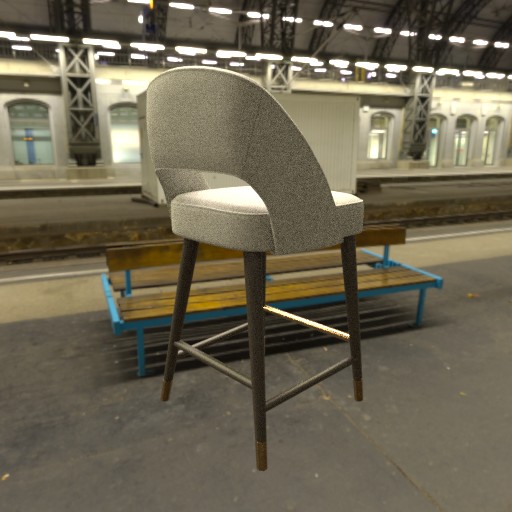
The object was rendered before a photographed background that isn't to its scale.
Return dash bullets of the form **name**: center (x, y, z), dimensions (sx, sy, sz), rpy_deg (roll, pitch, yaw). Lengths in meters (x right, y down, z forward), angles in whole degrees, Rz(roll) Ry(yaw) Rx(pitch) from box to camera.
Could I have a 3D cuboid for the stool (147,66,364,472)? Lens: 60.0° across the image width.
- **stool**: center (0.000, 0.000, 1.254), dimensions (0.509, 0.940, 0.494), rpy_deg (-14, 20, -43)
